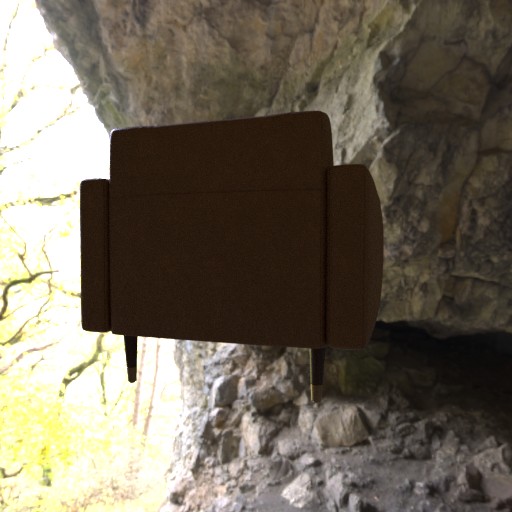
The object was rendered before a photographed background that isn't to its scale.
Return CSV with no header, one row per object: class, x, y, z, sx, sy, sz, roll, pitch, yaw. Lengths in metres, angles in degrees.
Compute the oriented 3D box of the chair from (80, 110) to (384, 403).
chair,0.000,0.000,1.734,0.953,0.819,0.998,0,1,17
